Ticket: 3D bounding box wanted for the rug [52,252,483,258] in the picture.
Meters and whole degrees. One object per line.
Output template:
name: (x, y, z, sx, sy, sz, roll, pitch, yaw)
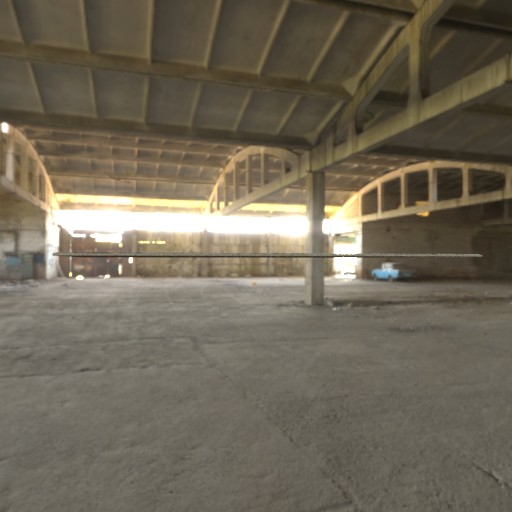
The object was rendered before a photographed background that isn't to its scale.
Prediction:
rug: (0.000, 0.000, 2.373, 1.831, 0.012, 1.213, 0, -1, -16)
